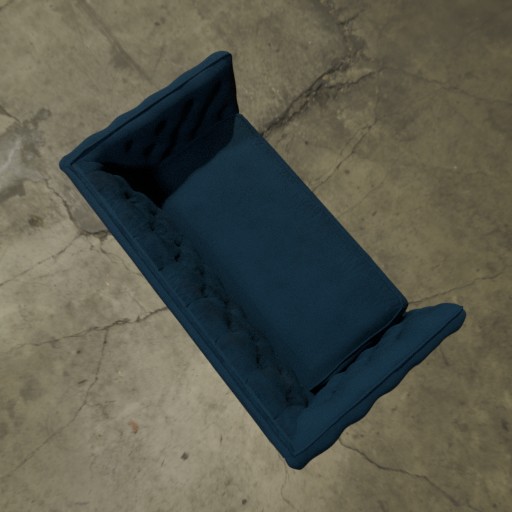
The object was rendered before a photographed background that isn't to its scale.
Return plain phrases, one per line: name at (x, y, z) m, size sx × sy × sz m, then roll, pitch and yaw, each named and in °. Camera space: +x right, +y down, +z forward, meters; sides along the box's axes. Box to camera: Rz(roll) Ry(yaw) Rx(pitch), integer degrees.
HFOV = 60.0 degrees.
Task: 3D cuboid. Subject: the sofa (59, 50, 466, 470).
sofa at (0.000, 0.000, 2.127) m, size 0.909 × 0.810 × 1.583 m, roll -38°, pitch 79°, yaw -8°
